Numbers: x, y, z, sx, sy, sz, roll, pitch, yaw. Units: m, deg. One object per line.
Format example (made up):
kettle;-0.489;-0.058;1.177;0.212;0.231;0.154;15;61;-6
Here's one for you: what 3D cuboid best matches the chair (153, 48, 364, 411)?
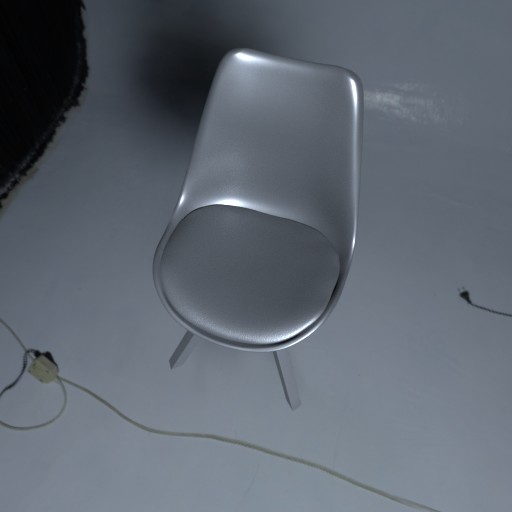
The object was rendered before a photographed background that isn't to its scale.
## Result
chair;0.000;0.000;1.178;0.485;0.850;0.530;16;59;10
